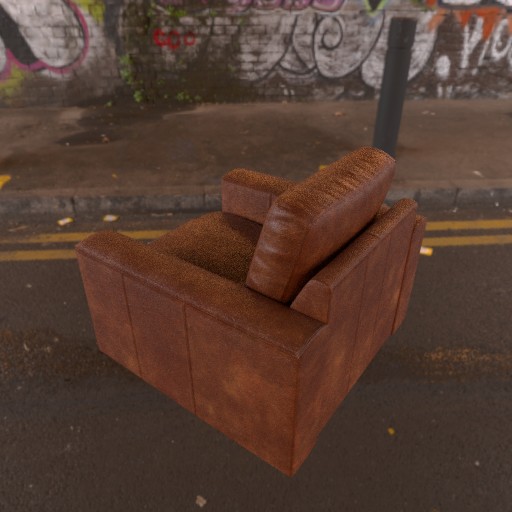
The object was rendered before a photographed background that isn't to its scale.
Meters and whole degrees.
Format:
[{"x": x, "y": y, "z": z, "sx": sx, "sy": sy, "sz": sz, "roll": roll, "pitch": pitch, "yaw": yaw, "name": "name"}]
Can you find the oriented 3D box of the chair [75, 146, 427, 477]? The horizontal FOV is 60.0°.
[{"x": 0.000, "y": 0.000, "z": 1.788, "sx": 1.016, "sy": 0.873, "sz": 1.005, "roll": 21, "pitch": 37, "yaw": 30, "name": "chair"}]
